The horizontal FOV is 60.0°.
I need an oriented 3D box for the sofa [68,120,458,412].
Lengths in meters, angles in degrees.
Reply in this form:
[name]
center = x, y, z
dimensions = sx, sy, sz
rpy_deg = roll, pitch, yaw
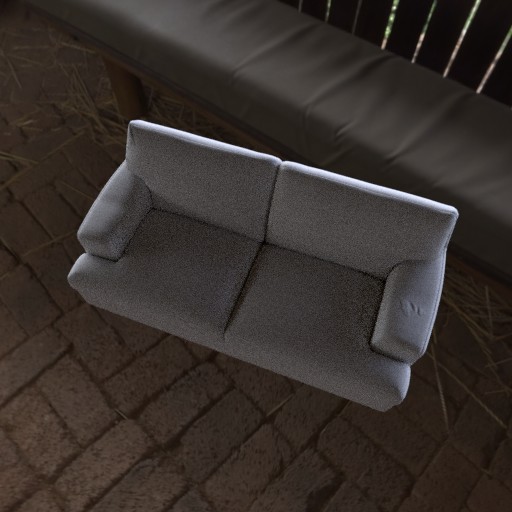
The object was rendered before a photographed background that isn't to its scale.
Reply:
[sofa]
center = 0.000, 0.000, 2.844
dimensions = 2.261, 0.940, 1.143
rpy_deg = 18, 61, 10
